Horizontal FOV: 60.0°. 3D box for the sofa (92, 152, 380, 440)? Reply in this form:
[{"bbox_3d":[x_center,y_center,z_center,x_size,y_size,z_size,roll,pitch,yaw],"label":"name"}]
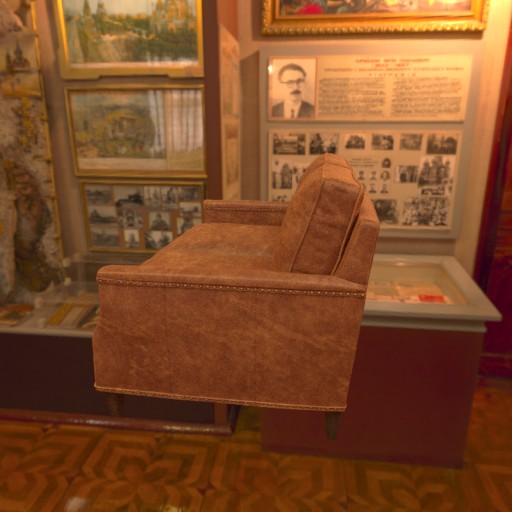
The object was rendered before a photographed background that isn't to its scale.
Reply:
[{"bbox_3d":[0.000,0.000,2.333,1.084,1.003,1.597,3,17,8],"label":"sofa"}]
